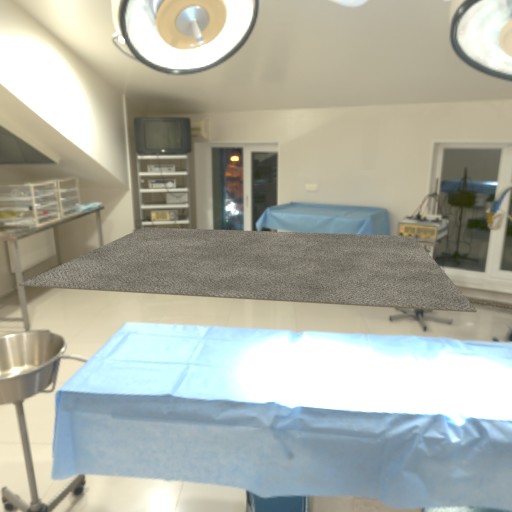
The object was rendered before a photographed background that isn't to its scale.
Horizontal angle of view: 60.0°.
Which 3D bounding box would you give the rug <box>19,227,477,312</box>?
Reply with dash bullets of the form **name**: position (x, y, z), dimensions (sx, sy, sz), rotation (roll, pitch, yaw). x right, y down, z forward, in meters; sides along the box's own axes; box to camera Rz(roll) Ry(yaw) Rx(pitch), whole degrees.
- **rug**: position (0.000, 0.000, 2.884), dimensions (2.235, 0.008, 1.600), rotation (2, 15, 9)
